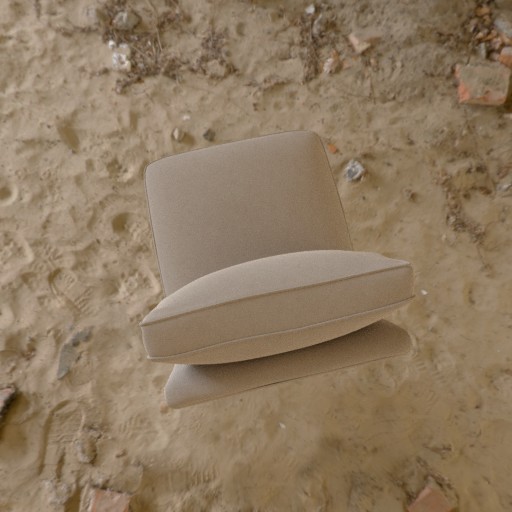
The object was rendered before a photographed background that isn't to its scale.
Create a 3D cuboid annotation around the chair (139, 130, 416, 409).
[{"bbox_3d":[0.000,0.000,1.656,0.724,1.052,0.912,-12,76,-3],"label":"chair"}]
